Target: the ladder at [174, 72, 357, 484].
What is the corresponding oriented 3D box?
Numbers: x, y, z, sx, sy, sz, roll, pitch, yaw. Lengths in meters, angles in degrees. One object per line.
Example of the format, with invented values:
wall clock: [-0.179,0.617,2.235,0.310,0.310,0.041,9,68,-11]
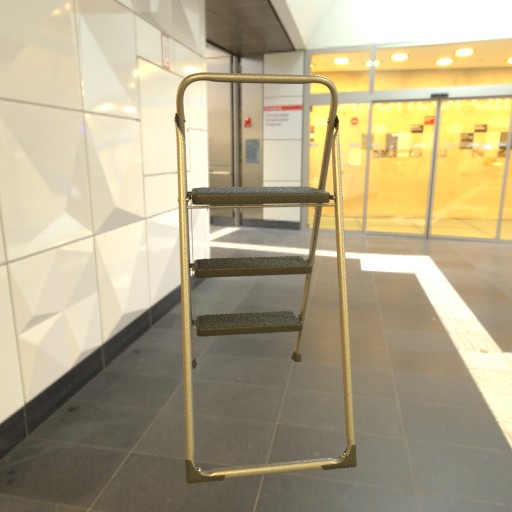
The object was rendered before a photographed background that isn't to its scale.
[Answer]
ladder: [0.000,0.000,1.257,0.430,0.945,0.629,-2,13,-8]
